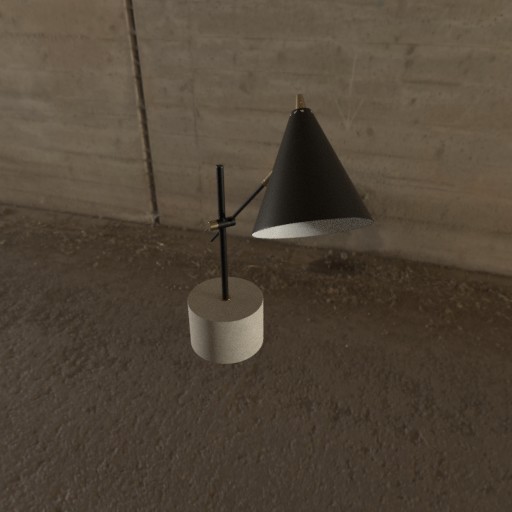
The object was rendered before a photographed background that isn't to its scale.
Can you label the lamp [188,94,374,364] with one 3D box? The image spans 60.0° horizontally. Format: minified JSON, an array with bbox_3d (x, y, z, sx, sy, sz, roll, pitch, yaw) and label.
[{"bbox_3d":[0.000,0.000,0.726,0.214,0.518,0.403,-9,32,-15],"label":"lamp"}]
